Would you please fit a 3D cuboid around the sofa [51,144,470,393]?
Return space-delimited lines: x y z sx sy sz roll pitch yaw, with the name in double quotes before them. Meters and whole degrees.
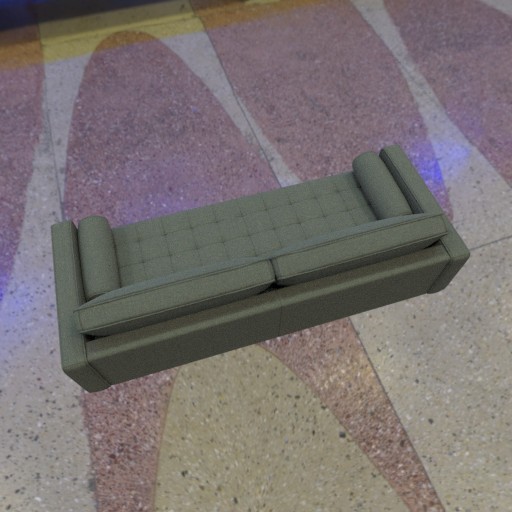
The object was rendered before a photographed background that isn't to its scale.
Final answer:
"sofa" 0.000 0.000 2.630 2.198 0.762 0.914 -15 59 -9
